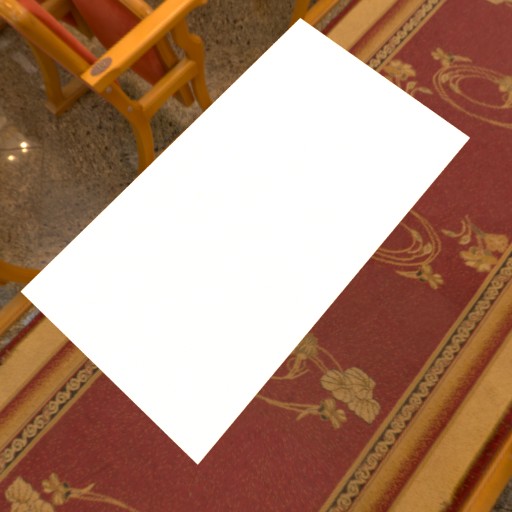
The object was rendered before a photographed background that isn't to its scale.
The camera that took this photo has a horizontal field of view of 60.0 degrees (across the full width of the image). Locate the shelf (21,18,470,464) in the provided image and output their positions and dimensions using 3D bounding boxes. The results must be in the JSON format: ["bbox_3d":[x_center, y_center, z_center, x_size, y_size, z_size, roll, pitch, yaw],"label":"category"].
[{"bbox_3d":[0.000,0.000,1.319,0.498,0.750,0.902,40,79,10],"label":"shelf"}]
